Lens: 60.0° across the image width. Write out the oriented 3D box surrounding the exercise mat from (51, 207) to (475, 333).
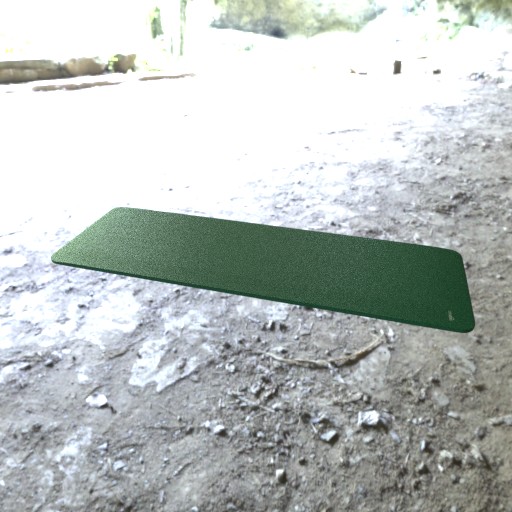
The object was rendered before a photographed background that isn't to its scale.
[{"bbox_3d":[0.000,0.000,2.092,1.869,0.021,0.616,8,32,14],"label":"exercise mat"}]
